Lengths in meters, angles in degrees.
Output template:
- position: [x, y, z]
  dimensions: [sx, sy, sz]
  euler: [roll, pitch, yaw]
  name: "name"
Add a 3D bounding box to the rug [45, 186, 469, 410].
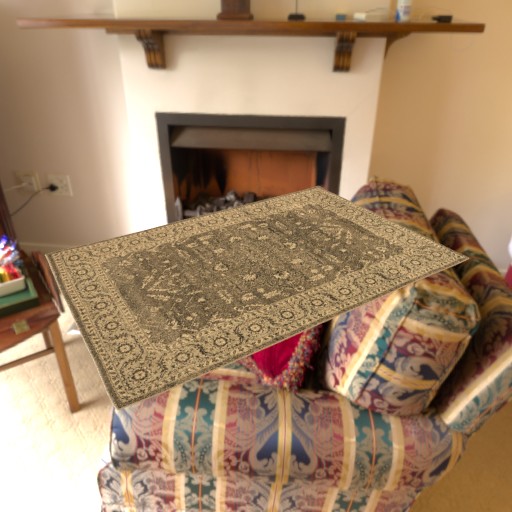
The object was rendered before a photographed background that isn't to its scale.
- position: [0.000, 0.000, 2.276]
  dimensions: [1.828, 0.019, 1.209]
  euler: [-18, 34, -28]
  name: "rug"
